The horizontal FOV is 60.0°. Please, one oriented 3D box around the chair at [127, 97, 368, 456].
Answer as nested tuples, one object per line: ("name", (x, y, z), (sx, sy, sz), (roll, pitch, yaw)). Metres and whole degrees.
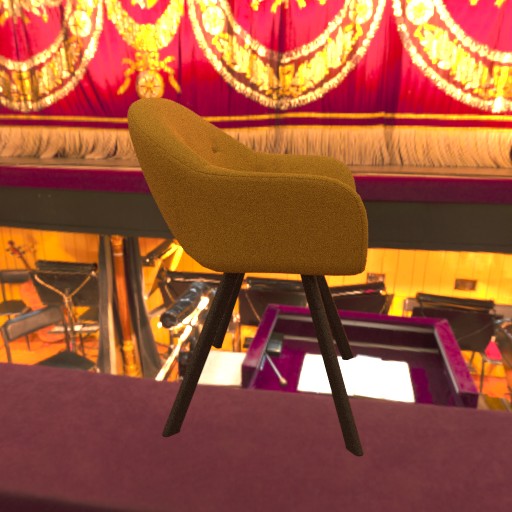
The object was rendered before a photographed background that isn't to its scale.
("chair", (0.000, 0.000, 1.143), (0.565, 0.775, 0.545), (3, 17, 9))
